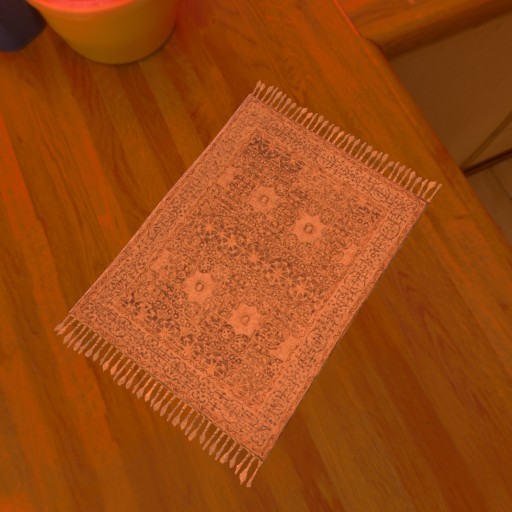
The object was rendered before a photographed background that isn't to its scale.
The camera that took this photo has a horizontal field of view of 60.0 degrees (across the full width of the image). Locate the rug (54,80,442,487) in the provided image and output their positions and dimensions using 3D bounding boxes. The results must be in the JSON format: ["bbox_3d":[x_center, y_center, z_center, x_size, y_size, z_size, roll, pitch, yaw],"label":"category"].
[{"bbox_3d":[0.000,0.000,3.082,1.619,0.023,2.465,34,76,9],"label":"rug"}]
